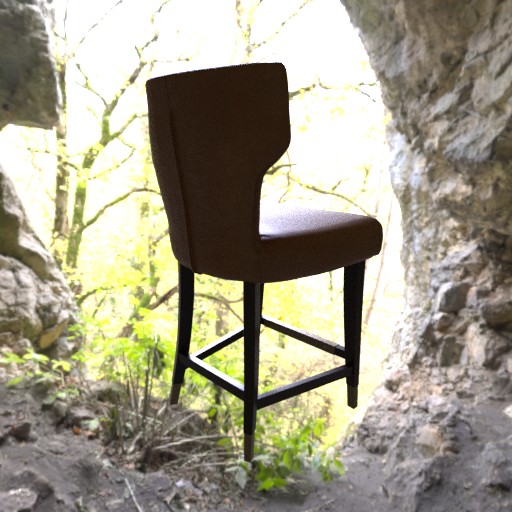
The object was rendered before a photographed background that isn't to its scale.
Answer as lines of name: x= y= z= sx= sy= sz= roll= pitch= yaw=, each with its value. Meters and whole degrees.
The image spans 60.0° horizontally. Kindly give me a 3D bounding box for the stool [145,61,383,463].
stool: x=0.000 y=0.000 z=1.312 sx=0.563 sy=0.982 sz=0.526 roll=-14 pitch=20 yaw=-42
